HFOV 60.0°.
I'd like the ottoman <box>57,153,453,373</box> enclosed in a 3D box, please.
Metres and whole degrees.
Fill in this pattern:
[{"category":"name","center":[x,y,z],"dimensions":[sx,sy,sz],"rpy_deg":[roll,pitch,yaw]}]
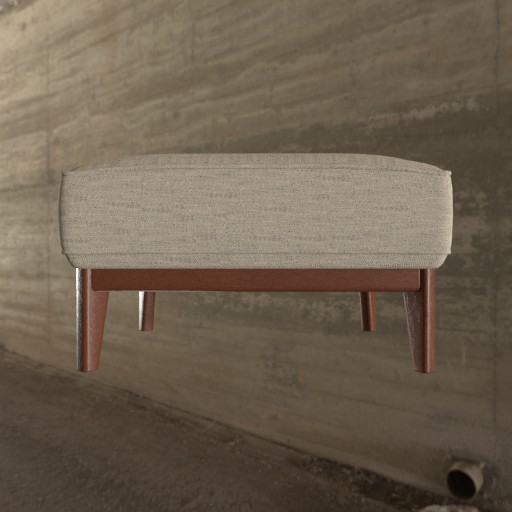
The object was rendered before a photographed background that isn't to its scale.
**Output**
[{"category":"ottoman","center":[0.000,0.000,1.150],"dimensions":[0.794,0.465,0.594],"rpy_deg":[0,0,1]}]
